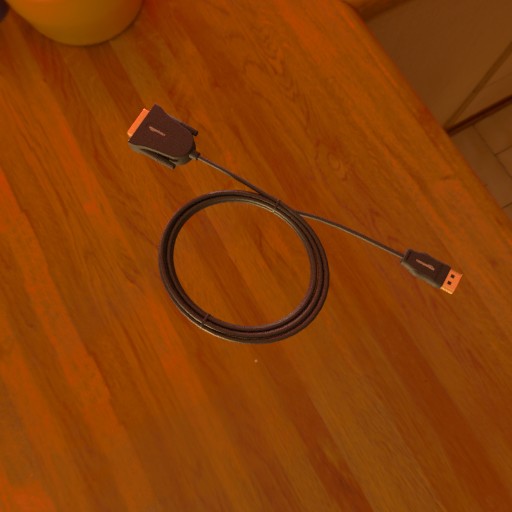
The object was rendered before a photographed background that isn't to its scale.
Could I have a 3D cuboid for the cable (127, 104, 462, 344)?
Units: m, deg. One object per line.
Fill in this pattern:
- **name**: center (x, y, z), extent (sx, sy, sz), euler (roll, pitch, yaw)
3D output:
- **cable**: center (0.000, 0.000, 0.338), extent (0.281, 0.015, 0.136), euler (30, 78, 7)
